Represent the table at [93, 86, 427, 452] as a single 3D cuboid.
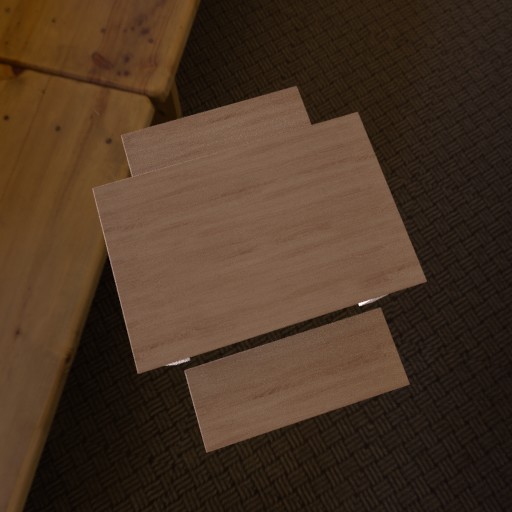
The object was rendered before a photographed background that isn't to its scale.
[{"bbox_3d":[0.000,0.000,2.020,1.100,0.700,1.443,-17,77,-4],"label":"table"}]
